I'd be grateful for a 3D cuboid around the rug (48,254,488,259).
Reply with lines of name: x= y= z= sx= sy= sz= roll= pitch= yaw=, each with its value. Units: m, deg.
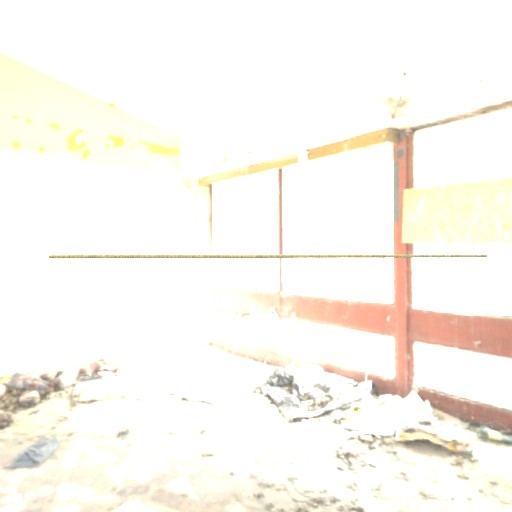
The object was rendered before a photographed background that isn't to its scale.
rug: x=0.000 y=0.000 z=2.856 sx=2.263 sy=0.017 sz=1.523 roll=0 pitch=0 yaw=-18
